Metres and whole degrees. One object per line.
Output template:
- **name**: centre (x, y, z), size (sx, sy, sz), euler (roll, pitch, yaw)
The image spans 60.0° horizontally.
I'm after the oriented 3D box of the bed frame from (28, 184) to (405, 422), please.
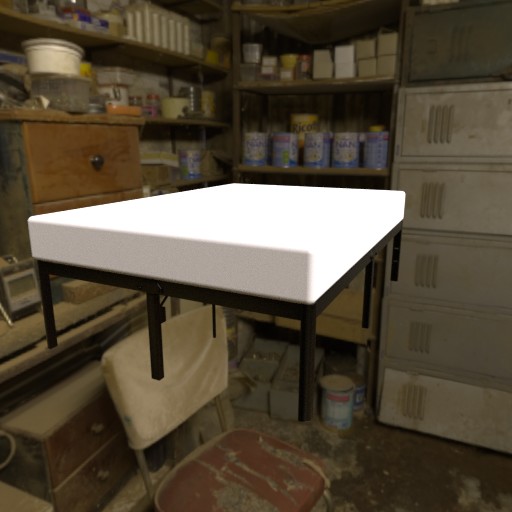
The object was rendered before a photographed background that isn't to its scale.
- **bed frame**: centre (0.000, 0.000, 2.666), size (1.408, 0.659, 1.956), euler (7, 16, 26)
